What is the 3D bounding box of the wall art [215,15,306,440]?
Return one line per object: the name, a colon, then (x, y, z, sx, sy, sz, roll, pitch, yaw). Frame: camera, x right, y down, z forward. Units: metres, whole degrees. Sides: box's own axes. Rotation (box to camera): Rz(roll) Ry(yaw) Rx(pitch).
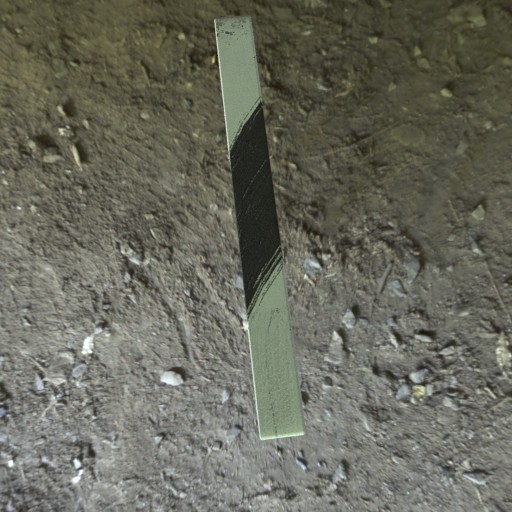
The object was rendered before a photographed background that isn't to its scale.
wall art: (0.000, 0.000, 0.748, 0.050, 0.508, 0.507, -6, 76, -2)
